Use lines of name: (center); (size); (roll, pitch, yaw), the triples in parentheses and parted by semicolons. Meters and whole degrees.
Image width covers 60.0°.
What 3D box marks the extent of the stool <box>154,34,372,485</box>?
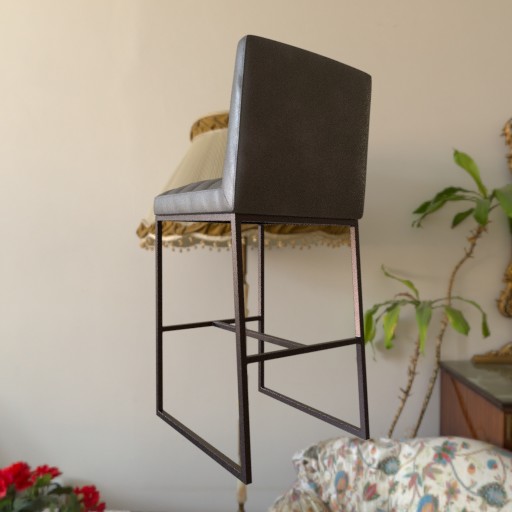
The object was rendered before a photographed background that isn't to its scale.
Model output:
stool: (0.000, 0.000, 1.377); (0.463, 1.065, 0.562); (-1, 1, -35)
